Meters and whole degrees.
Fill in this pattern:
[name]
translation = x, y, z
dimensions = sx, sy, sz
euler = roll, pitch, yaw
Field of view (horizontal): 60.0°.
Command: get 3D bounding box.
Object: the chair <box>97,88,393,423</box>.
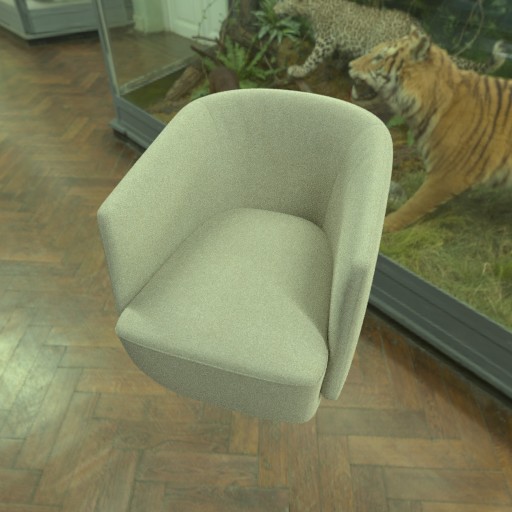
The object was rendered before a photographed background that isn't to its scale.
[chair]
translation = 0.000, 0.000, 1.608
dimensions = 0.822, 0.861, 0.986
euler = 12, 43, 13
